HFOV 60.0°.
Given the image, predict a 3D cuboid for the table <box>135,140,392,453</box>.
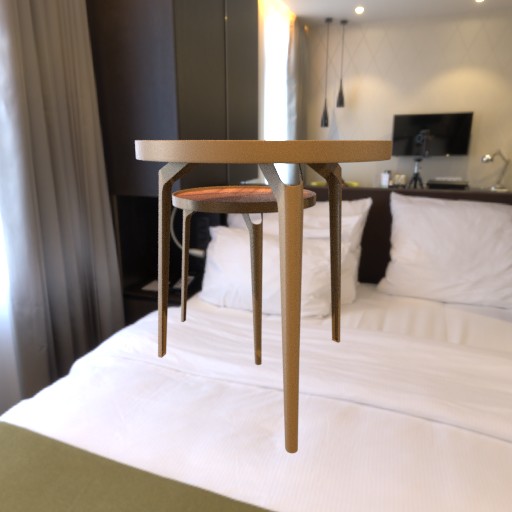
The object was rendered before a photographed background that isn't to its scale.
[{"bbox_3d":[0.000,0.000,1.100,0.532,0.555,0.751,-3,15,-10],"label":"table"}]
